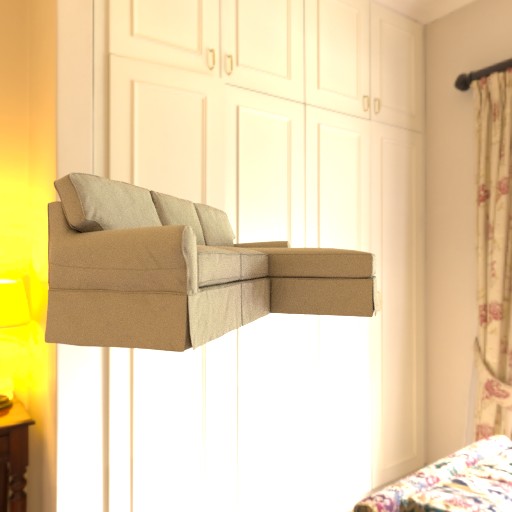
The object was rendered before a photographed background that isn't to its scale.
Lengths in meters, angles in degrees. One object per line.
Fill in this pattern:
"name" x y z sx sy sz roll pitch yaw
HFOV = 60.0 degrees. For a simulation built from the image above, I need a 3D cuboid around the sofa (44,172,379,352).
"sofa" 0.000 0.000 3.354 1.733 0.978 2.475 0 0 17
